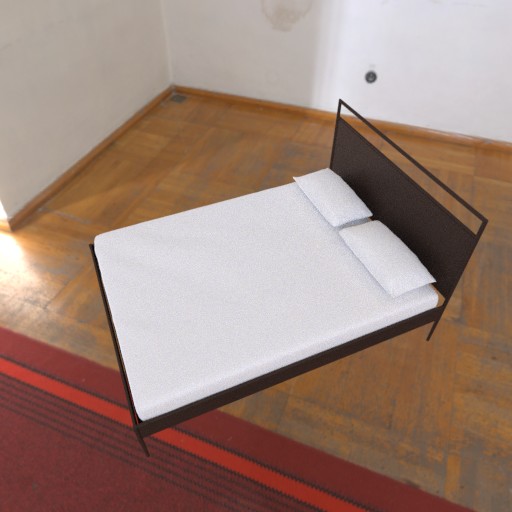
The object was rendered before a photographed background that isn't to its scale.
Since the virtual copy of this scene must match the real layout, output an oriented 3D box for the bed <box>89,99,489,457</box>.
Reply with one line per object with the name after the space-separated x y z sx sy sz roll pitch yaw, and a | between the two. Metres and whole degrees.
0.000 0.000 3.064 2.122 1.173 1.572 -17 48 -16 | bed
